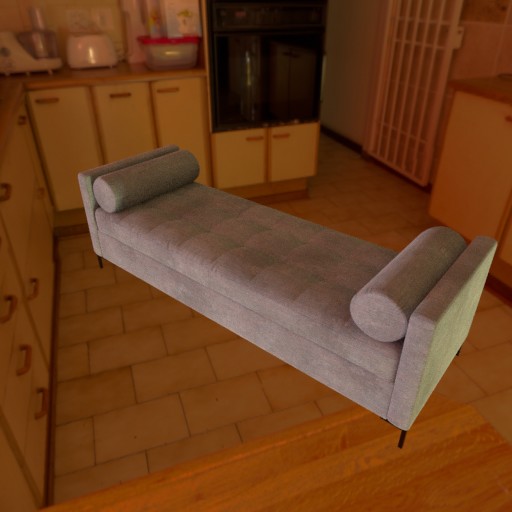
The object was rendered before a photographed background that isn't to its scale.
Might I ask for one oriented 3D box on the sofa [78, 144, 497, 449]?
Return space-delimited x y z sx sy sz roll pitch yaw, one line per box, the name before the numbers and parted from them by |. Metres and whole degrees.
sofa | 0.000 0.000 2.254 1.981 0.635 0.686 23 38 33
